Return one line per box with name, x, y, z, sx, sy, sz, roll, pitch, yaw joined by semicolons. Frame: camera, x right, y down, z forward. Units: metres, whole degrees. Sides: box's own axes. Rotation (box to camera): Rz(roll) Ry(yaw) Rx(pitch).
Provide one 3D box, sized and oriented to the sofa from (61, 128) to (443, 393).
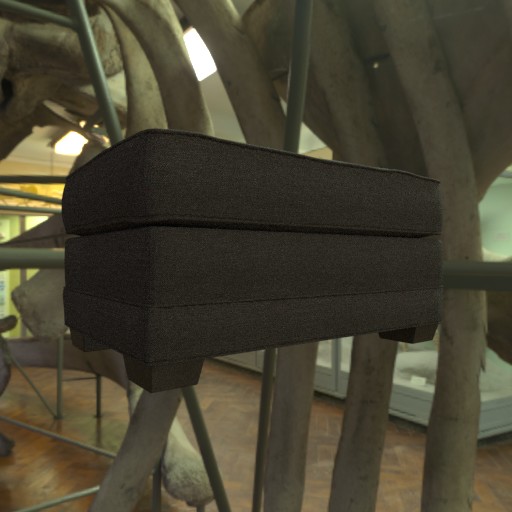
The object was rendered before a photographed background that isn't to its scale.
sofa;0.000;0.000;1.161;0.854;0.457;0.578;0;0;-36
